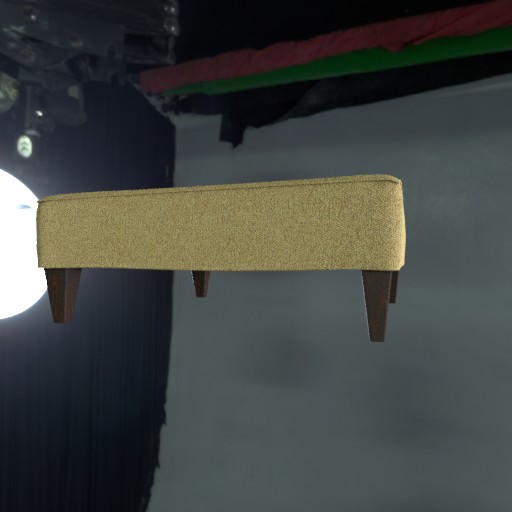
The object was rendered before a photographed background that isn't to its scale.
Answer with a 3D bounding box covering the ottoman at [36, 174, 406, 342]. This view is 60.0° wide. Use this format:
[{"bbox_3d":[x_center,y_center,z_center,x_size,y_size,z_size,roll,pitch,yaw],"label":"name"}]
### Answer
[{"bbox_3d":[0.000,0.000,1.519,0.970,0.378,0.981,0,0,19],"label":"ottoman"}]
